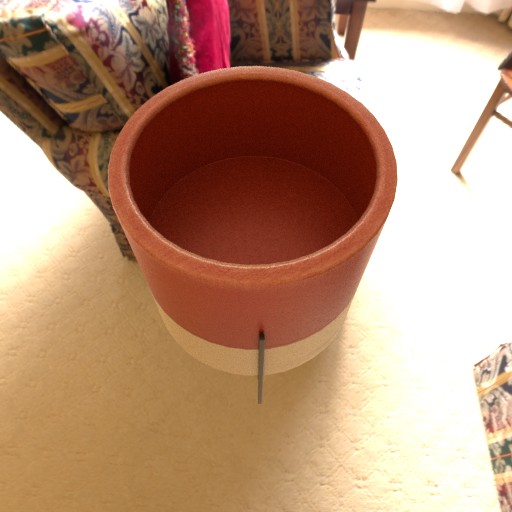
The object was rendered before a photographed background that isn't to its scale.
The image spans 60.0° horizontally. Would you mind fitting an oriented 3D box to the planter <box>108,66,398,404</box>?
[{"bbox_3d":[0.000,0.000,0.725,0.354,0.465,0.345,-30,63,-17],"label":"planter"}]
